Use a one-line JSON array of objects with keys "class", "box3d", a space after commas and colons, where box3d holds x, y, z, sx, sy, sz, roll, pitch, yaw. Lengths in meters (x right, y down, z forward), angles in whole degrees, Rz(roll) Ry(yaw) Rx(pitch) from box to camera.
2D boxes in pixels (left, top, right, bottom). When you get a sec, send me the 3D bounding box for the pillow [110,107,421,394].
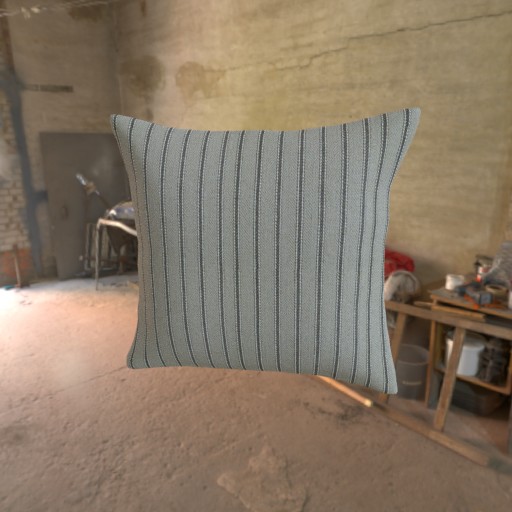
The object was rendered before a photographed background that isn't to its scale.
[{"class": "pillow", "box3d": [0.000, 0.000, 0.705, 0.468, 0.444, 0.138, 2, 15, 9]}]
